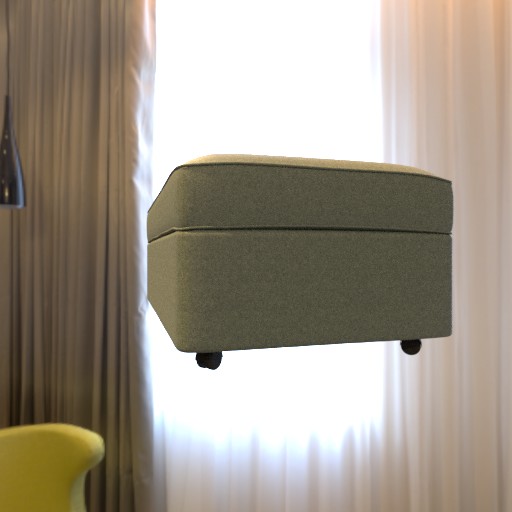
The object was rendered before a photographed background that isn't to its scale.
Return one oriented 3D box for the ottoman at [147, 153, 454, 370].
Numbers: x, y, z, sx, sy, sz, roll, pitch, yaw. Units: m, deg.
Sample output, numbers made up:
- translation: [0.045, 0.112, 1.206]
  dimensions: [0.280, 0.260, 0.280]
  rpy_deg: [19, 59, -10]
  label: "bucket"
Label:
- translation: [0.000, 0.000, 1.531]
  dimensions: [0.681, 0.494, 1.173]
  rpy_deg: [0, 0, -17]
  label: "ottoman"
